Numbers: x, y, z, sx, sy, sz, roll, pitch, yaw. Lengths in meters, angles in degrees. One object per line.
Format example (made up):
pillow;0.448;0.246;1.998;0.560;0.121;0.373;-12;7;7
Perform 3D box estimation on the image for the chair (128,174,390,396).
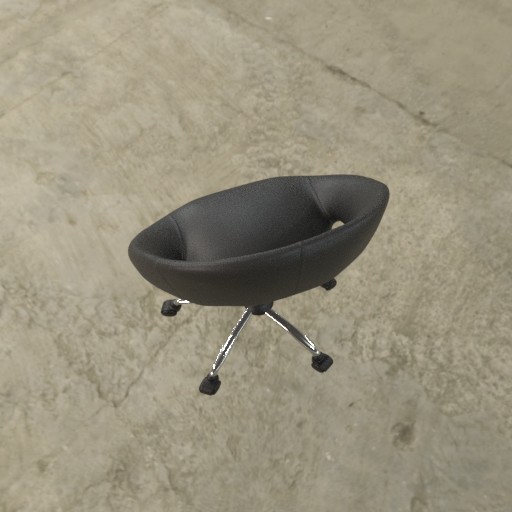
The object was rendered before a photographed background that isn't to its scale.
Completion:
chair;0.000;0.000;1.186;0.612;0.791;0.538;-17;61;-10
